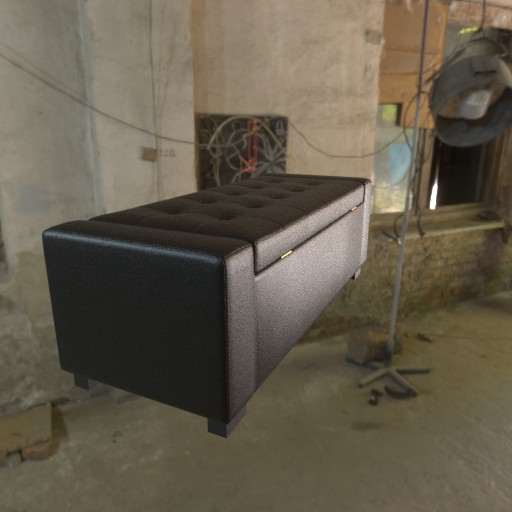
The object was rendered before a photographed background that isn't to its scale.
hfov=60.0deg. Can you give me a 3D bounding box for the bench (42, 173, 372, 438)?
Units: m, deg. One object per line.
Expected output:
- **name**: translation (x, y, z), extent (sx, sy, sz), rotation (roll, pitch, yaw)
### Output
- **bench**: translation (0.000, 0.000, 1.546), extent (0.508, 0.445, 1.296), rotation (8, 19, 25)
